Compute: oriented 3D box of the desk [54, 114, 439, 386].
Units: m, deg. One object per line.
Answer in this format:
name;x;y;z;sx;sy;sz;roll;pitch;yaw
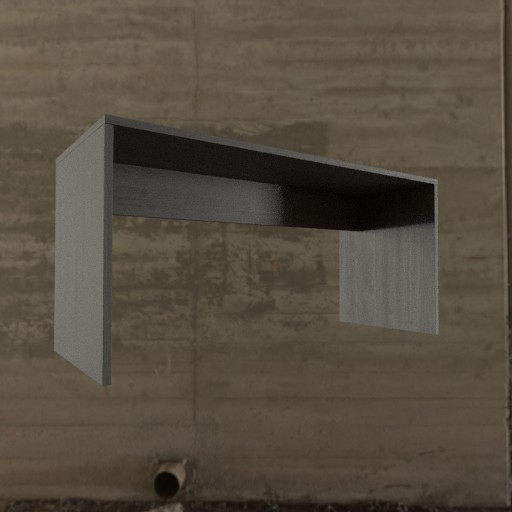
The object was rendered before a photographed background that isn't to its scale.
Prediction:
desk;0.000;0.000;2.009;1.600;0.750;0.802;1;-2;-35
